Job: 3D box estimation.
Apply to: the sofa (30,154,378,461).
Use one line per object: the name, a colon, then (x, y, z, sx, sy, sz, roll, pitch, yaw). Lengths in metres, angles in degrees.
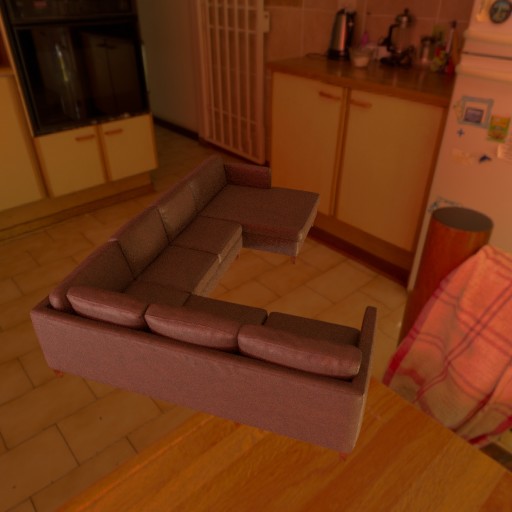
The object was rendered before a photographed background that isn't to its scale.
sofa: (0.000, 0.000, 4.568, 2.593, 0.923, 3.460, 10, 34, 15)
